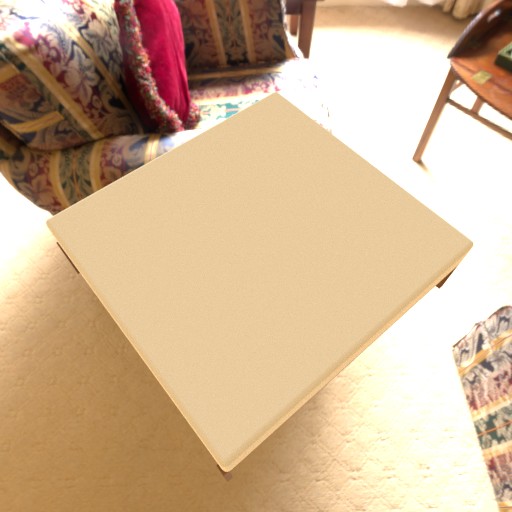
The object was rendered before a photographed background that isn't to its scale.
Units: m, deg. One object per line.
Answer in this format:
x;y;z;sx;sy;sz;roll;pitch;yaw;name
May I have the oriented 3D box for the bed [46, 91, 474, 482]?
0.000;0.000;3.112;2.049;0.616;1.930;-36;65;-20;bed
